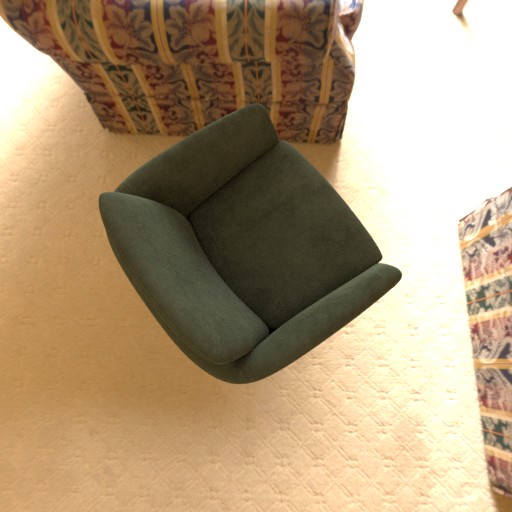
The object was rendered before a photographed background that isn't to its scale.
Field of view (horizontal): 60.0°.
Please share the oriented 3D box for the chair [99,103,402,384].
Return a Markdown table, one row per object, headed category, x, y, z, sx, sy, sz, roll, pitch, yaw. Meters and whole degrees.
| category | x | y | z | sx | sy | sz | roll | pitch | yaw |
| --- | --- | --- | --- | --- | --- | --- | --- | --- | --- |
| chair | 0.000 | 0.000 | 1.369 | 0.635 | 0.908 | 0.641 | -36 | 79 | -8 |
